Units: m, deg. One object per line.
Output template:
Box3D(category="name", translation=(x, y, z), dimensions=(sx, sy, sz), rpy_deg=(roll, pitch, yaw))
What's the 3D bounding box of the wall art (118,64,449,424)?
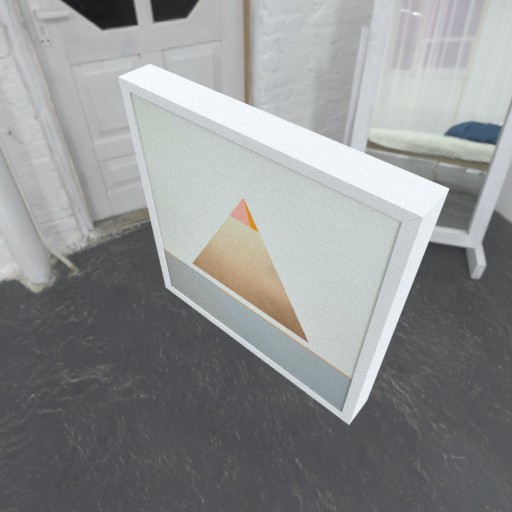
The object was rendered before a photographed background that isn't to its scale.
Box3D(category="wall art", translation=(0.000, 0.000, 0.462), dimensions=(0.305, 0.304, 0.038), rpy_deg=(32, 54, 27))
